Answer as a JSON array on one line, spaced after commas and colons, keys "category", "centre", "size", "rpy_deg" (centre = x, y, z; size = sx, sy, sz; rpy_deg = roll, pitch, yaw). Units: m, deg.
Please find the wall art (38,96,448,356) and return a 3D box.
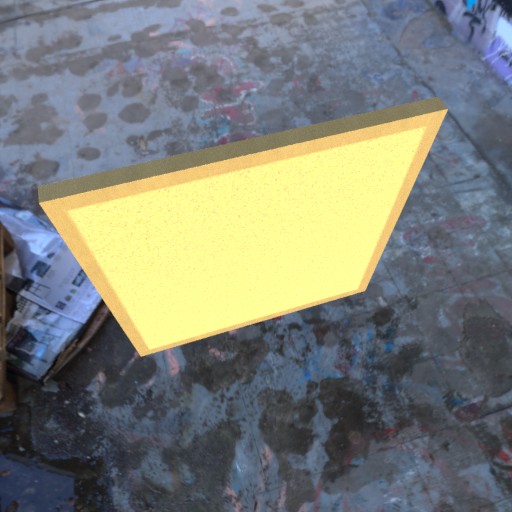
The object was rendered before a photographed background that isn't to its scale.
[{"category": "wall art", "centre": [0.000, 0.000, 2.856], "size": [1.935, 1.936, 0.097], "rpy_deg": [-15, 60, -9]}]
